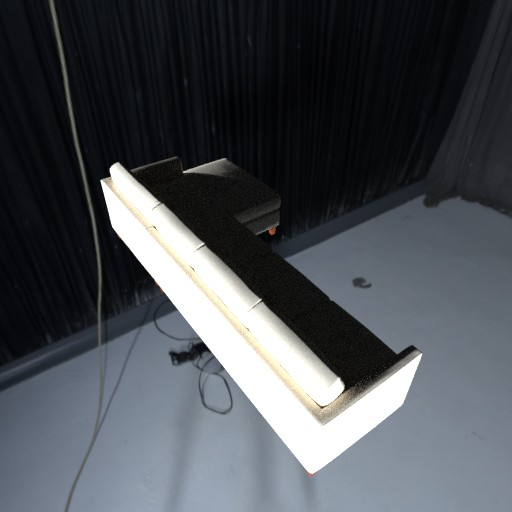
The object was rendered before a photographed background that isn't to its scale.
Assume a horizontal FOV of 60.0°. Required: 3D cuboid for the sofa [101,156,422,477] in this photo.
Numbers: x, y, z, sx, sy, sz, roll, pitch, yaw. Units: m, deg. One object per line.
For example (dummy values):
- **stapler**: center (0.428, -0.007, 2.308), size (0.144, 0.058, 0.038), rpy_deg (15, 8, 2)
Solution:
- **sofa**: center (0.000, 0.000, 4.138), size (1.603, 0.954, 3.471), rpy_deg (-25, 46, -27)
